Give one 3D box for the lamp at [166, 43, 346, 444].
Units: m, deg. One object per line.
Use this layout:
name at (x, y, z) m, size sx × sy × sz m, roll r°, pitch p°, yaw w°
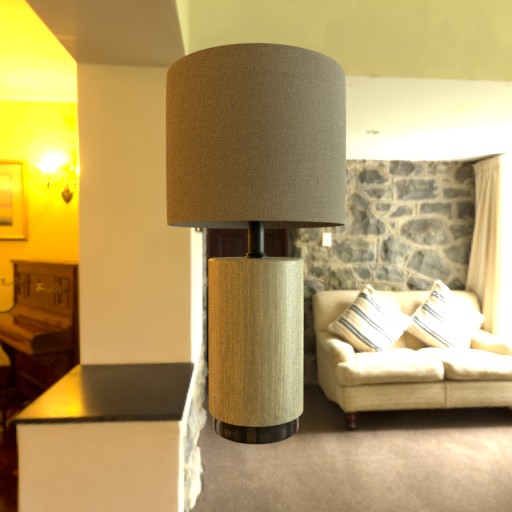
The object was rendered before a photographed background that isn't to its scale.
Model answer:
lamp at (0.000, 0.000, 0.575) m, size 0.228 × 0.444 × 0.228 m, roll 1°, pitch 2°, yaw 36°
